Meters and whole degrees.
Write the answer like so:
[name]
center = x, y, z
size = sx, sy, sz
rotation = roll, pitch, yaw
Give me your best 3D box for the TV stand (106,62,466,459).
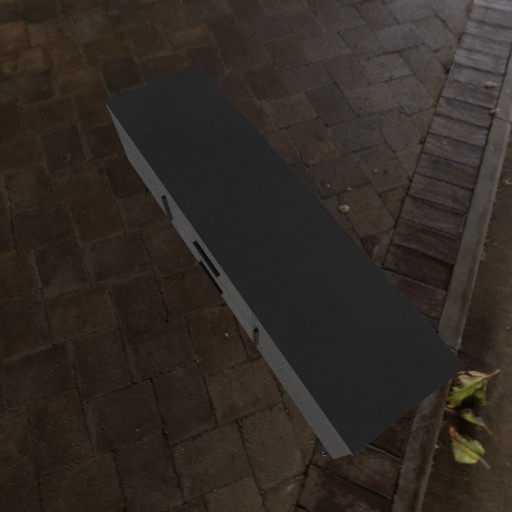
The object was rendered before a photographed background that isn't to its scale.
[TV stand]
center = 0.000, 0.000, 1.635
size = 0.400, 0.560, 1.400
rotation = -31, 67, -15
